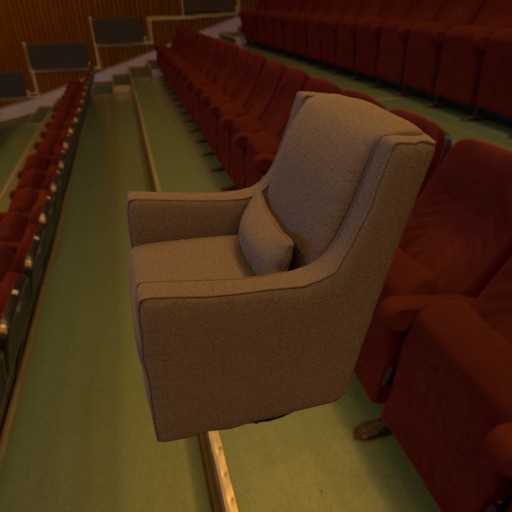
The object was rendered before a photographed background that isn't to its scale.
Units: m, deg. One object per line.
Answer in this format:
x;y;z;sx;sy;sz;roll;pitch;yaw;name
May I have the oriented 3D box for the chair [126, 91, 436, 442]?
0.000;0.000;1.553;0.879;0.993;0.732;-8;32;-14;chair
